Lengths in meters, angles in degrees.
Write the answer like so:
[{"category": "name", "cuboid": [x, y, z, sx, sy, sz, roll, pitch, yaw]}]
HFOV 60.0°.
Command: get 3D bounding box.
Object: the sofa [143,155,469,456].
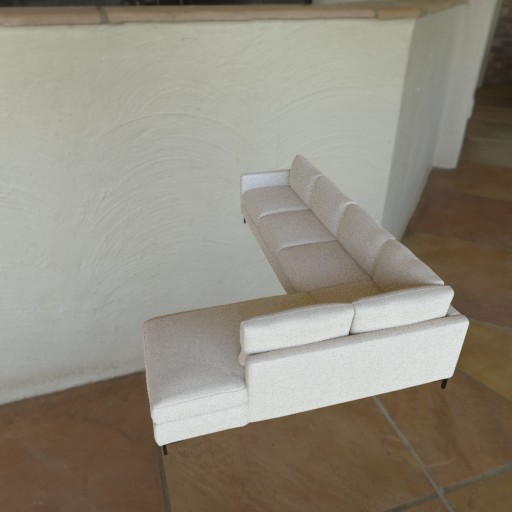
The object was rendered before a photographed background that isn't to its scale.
[{"category": "sofa", "cuboid": [0.000, 0.000, 3.841, 2.007, 0.815, 2.949, -8, 32, -13]}]
